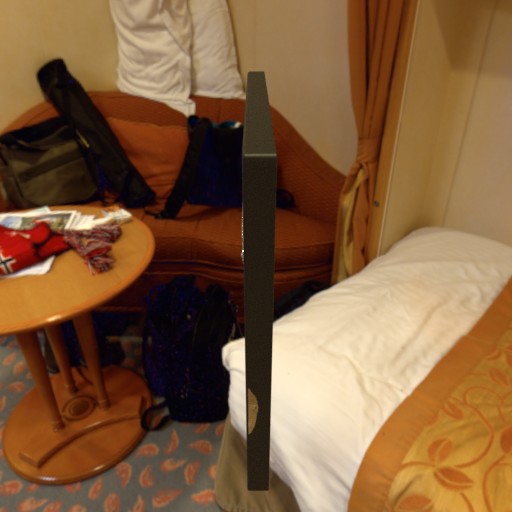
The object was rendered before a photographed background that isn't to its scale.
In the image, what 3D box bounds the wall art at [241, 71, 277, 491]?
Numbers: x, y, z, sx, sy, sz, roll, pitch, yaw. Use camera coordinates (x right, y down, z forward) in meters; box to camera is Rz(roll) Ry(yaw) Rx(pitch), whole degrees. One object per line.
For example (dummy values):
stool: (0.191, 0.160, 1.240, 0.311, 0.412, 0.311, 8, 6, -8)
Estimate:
wall art: (0.000, 0.000, 0.892, 0.043, 0.611, 0.610, 0, 30, 0)
